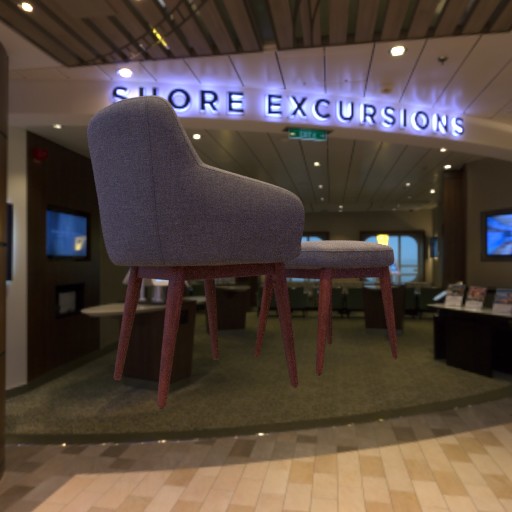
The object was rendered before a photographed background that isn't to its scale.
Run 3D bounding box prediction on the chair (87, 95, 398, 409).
[{"bbox_3d":[0.000,0.000,1.541,1.107,0.799,0.584,0,0,-36],"label":"chair"}]
